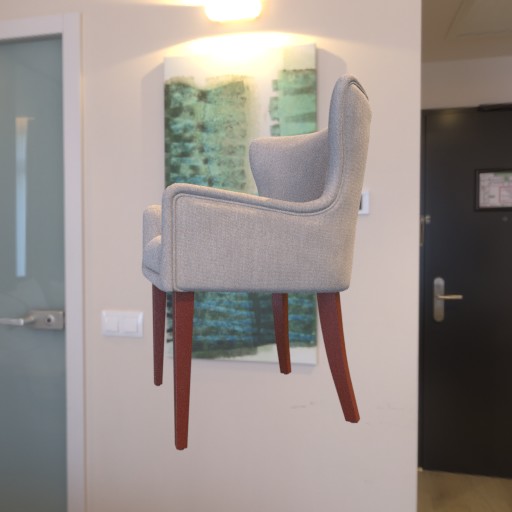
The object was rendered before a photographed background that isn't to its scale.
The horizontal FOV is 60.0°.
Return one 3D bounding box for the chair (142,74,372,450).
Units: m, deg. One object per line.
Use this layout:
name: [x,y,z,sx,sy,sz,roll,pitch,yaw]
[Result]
chair: [0.000,0.000,1.432,0.677,0.948,0.732,0,1,-18]
